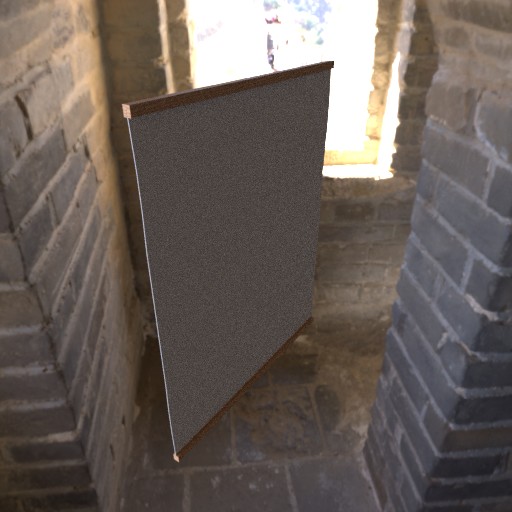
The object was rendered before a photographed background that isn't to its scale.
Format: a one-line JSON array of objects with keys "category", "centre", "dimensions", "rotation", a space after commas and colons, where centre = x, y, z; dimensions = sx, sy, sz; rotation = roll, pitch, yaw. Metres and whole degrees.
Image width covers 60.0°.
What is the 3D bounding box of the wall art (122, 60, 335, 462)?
[{"category": "wall art", "centre": [0.000, 0.000, 0.668], "dimensions": [0.010, 0.507, 0.404], "rotation": [20, 36, 30]}]
